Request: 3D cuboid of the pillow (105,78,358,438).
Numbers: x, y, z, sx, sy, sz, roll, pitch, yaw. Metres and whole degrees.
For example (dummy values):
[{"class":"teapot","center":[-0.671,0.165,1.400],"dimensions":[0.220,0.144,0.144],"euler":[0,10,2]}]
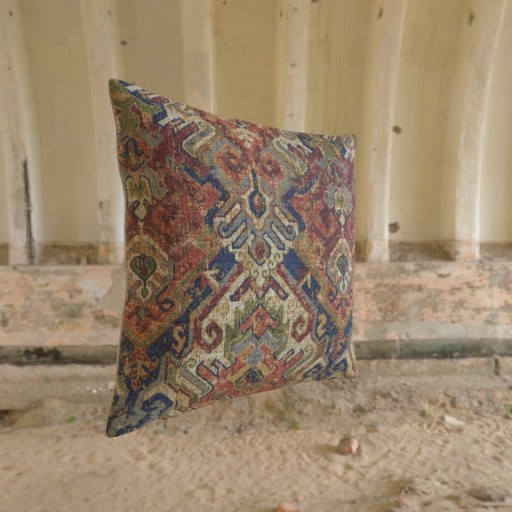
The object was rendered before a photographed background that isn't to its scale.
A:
[{"class":"pillow","center":[0.000,0.000,0.772],"dimensions":[0.523,0.506,0.166],"euler":[0,0,-36]}]
